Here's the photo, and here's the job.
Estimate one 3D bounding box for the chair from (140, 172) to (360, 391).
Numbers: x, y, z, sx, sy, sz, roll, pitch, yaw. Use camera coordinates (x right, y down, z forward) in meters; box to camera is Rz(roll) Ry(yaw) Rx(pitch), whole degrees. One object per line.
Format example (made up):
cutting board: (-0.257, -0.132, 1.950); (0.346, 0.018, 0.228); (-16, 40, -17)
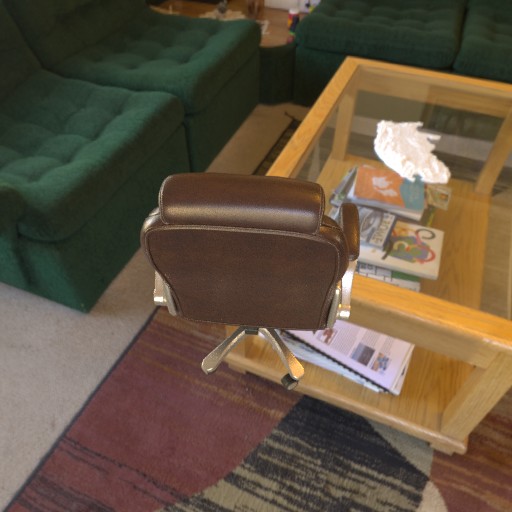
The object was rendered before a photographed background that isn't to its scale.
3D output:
chair: (0.000, 0.000, 1.666); (0.733, 1.160, 0.774); (4, 47, 4)
